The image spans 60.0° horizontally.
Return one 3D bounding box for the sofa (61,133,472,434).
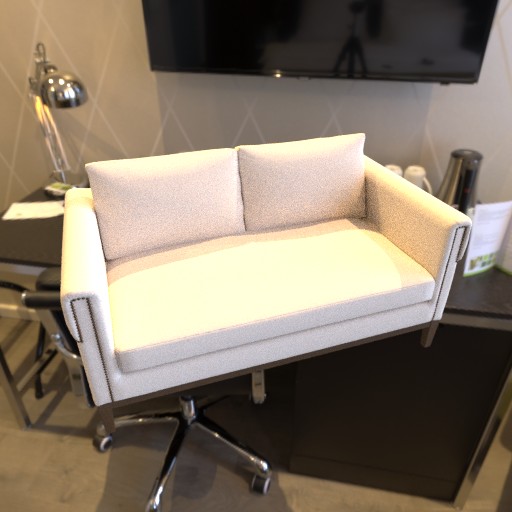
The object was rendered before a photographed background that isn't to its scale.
[{"bbox_3d":[0.000,0.000,2.050,1.598,0.873,0.905,-10,33,-16],"label":"sofa"}]
